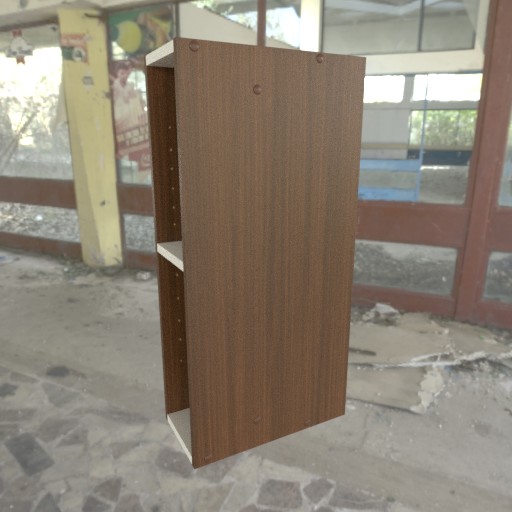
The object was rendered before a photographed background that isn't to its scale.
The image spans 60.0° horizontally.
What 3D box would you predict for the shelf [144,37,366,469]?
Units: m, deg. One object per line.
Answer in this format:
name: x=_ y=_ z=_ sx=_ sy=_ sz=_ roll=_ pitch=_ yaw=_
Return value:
shelf: x=0.000 y=0.000 z=0.722 sx=0.290 sy=0.600 sz=0.147 roll=-8 pitch=17 yaw=-27
